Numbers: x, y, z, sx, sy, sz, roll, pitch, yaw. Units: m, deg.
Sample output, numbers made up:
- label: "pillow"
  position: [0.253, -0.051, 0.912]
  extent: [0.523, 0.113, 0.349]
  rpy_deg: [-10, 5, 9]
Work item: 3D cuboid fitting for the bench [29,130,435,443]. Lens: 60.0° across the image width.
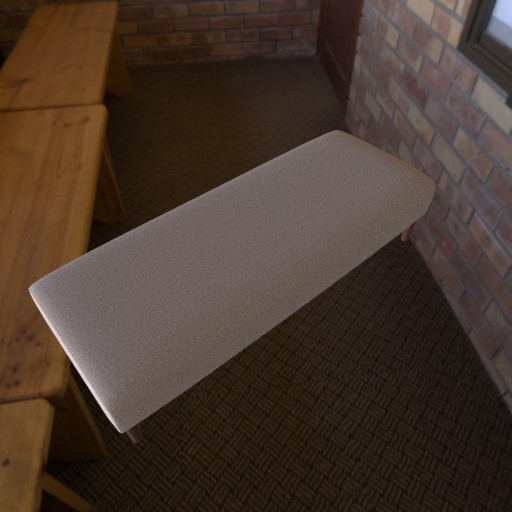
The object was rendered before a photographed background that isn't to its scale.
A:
- label: "bench"
  position: [0.000, 0.000, 1.848]
  extent: [1.598, 0.383, 0.631]
  rpy_deg: [-32, 54, -27]
